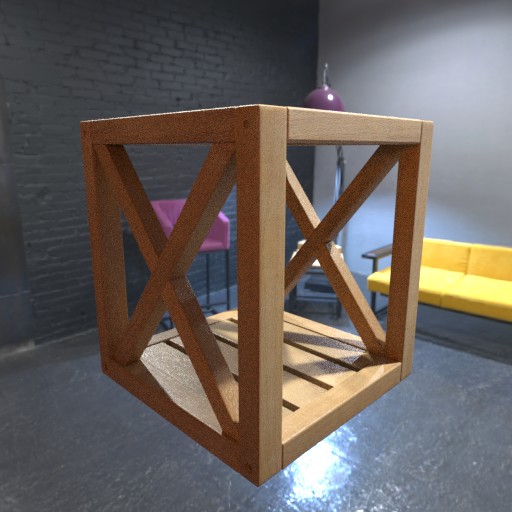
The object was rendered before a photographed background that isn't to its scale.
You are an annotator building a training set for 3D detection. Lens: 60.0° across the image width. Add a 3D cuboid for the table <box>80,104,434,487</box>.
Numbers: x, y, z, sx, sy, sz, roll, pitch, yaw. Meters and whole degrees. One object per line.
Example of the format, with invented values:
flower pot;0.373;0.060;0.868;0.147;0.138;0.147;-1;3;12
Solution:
table;0.000;0.000;1.045;0.558;0.610;0.559;-13;19;-43
